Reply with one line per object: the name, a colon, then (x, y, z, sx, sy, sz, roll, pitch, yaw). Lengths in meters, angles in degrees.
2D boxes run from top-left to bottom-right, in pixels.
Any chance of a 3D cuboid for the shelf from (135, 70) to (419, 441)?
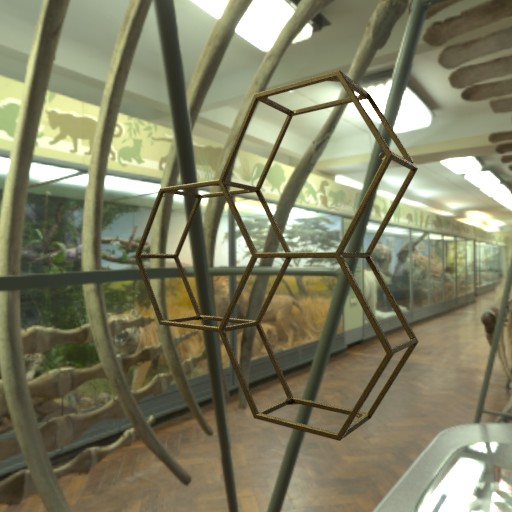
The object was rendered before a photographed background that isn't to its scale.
shelf: (0.000, 0.000, 1.048, 0.708, 0.701, 0.150, 0, -1, 37)
